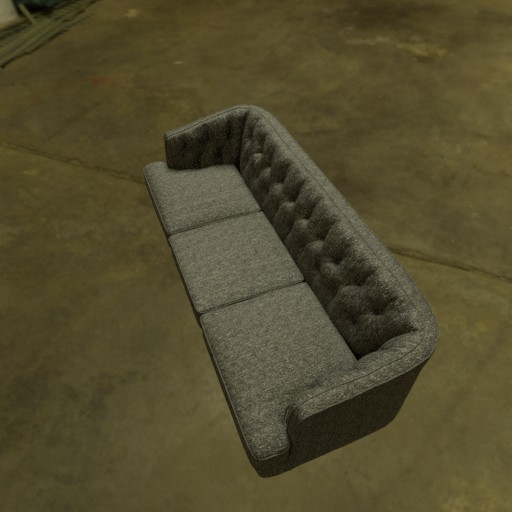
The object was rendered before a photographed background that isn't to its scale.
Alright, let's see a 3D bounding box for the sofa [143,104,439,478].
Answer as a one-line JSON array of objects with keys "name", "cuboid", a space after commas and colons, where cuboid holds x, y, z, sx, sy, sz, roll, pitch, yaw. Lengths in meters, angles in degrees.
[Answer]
[{"name": "sofa", "cuboid": [0.000, 0.000, 2.693, 0.941, 0.855, 2.278, -16, 49, -15]}]
